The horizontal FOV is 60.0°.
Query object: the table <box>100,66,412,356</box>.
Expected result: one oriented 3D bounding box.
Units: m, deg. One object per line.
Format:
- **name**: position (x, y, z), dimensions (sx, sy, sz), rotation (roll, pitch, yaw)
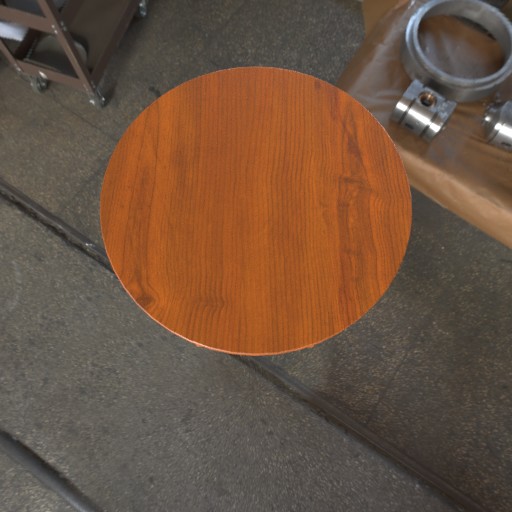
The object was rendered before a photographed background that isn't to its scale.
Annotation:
- **table**: position (0.000, 0.000, 0.942), dimensions (0.457, 0.610, 0.457), rotation (0, 73, 0)
